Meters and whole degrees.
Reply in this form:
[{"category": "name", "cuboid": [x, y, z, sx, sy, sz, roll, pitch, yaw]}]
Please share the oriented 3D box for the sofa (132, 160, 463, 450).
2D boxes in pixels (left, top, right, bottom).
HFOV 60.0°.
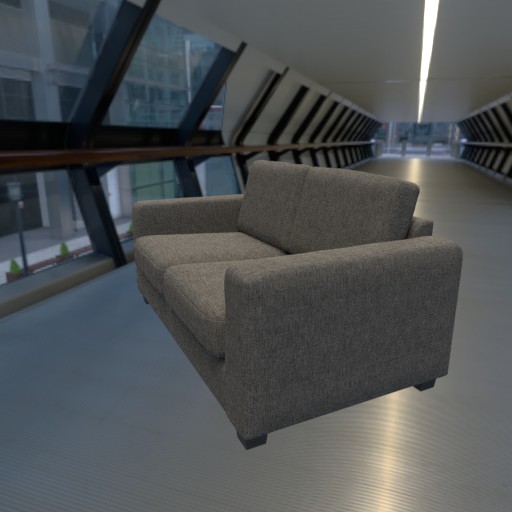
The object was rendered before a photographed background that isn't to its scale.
[{"category": "sofa", "cuboid": [0.000, 0.000, 2.037, 0.900, 0.800, 1.520, -8, 17, -25]}]
